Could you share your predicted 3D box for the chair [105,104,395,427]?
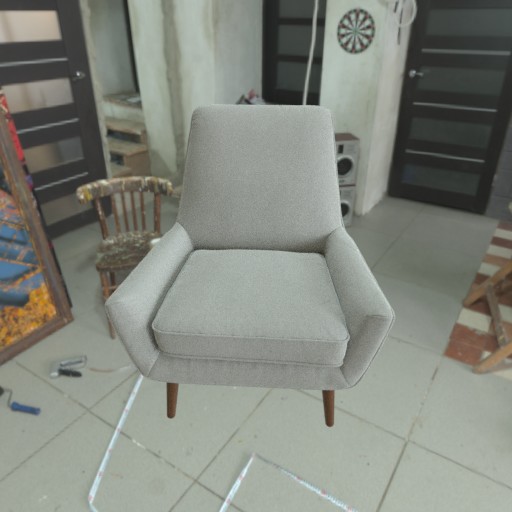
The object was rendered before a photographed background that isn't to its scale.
[{"bbox_3d":[0.000,0.000,1.538,0.787,0.888,0.822,2,29,3],"label":"chair"}]
